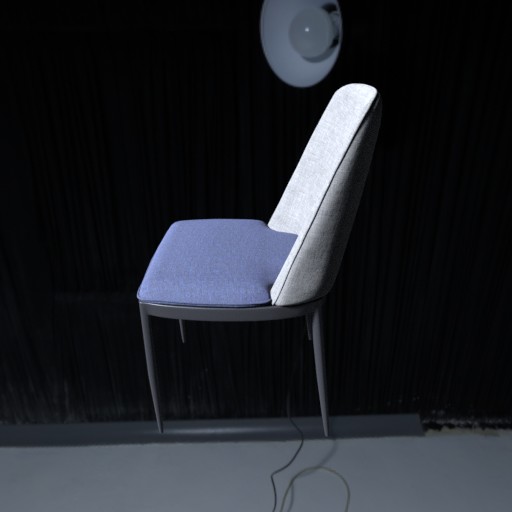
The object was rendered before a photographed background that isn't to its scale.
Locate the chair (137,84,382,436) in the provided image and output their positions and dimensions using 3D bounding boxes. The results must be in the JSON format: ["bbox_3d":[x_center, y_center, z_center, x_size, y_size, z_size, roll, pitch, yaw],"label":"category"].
[{"bbox_3d":[0.000,0.000,1.188,0.550,0.855,0.488,0,25,0],"label":"chair"}]
